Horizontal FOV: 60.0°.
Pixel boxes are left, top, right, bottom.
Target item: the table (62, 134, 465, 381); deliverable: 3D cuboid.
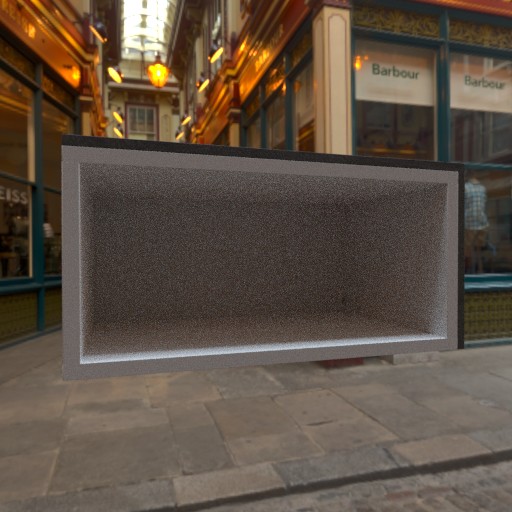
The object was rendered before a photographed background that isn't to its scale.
[{"bbox_3d":[0.000,0.000,0.922,0.700,0.350,0.400,0,0,-17],"label":"table"}]
